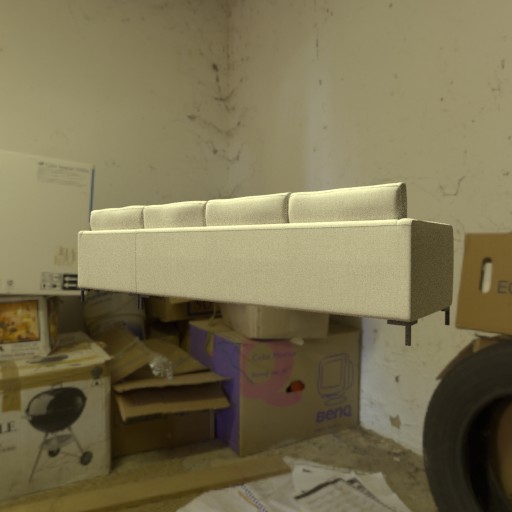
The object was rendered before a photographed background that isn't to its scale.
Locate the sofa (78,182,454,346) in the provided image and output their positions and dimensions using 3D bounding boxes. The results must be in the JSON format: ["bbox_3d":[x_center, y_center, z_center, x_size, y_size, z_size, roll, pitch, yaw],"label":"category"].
[{"bbox_3d":[0.000,0.000,2.921,2.445,0.677,1.126,1,2,37],"label":"sofa"}]
